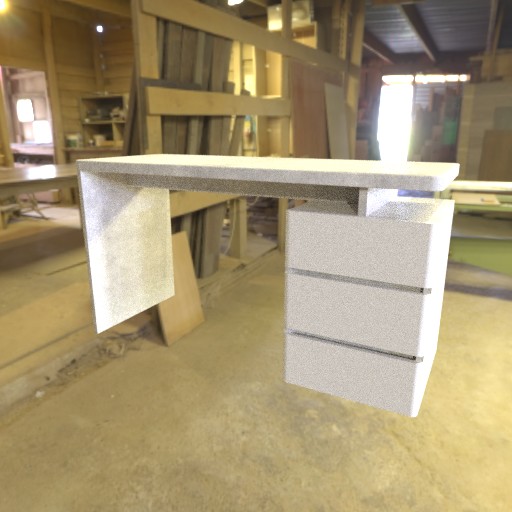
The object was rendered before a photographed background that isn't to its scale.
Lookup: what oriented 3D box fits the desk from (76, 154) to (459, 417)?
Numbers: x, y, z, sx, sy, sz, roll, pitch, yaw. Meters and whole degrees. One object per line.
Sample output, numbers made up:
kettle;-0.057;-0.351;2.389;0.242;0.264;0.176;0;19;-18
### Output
desk;0.000;0.000;1.804;1.400;0.755;0.550;8;18;27
